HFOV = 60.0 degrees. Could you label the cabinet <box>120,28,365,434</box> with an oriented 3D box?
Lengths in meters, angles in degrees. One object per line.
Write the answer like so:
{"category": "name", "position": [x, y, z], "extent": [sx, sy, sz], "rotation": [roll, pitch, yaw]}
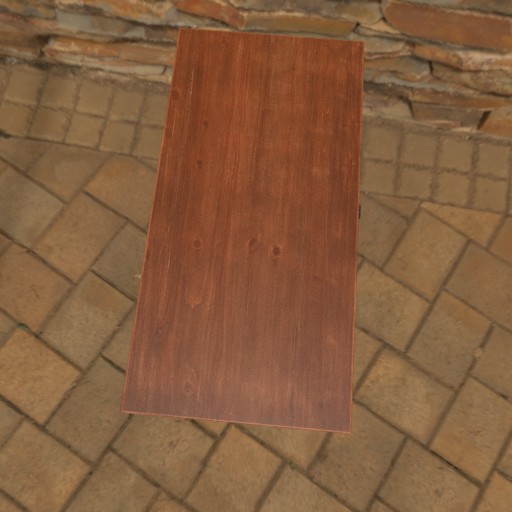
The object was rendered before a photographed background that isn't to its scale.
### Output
{"category": "cabinet", "position": [0.000, 0.000, 1.242], "extent": [0.412, 0.785, 0.796], "rotation": [5, 76, 1]}
